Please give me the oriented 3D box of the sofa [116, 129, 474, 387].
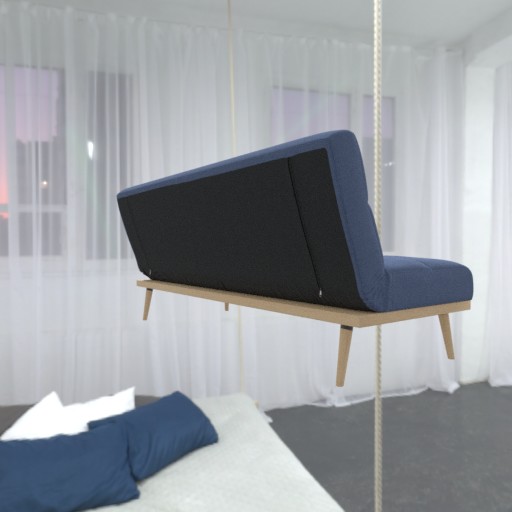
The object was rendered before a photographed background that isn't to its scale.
[{"bbox_3d":[0.000,0.000,2.200,0.796,0.800,1.800,-1,2,-37],"label":"sofa"}]
